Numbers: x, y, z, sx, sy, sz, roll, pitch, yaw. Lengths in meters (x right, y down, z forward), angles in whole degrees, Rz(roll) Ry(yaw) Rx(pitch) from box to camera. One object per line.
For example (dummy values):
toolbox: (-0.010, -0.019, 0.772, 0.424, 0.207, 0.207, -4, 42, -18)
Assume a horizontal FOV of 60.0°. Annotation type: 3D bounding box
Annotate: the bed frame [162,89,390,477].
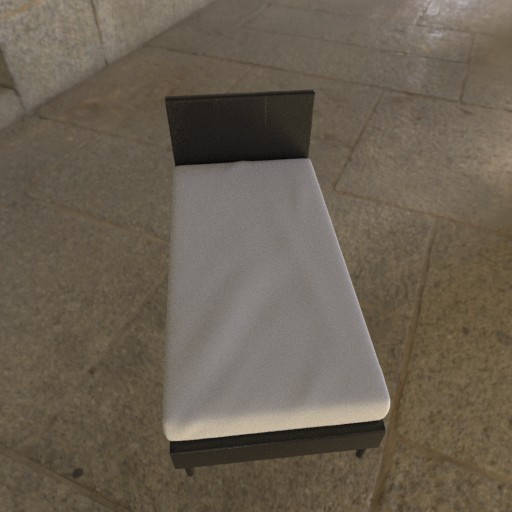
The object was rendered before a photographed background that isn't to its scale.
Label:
bed frame: (0.000, 0.000, 2.509, 1.038, 1.046, 2.152, -4, 46, -4)
